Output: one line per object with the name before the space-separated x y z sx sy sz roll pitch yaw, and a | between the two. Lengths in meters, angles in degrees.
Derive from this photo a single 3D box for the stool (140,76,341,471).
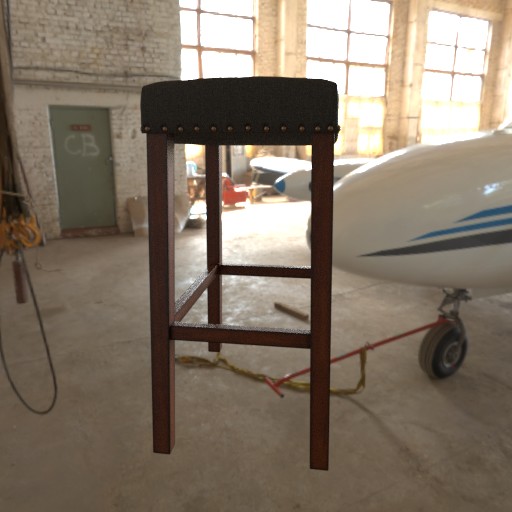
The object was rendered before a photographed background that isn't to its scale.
stool | 0.000 0.000 1.057 0.366 0.748 0.502 2 15 8
